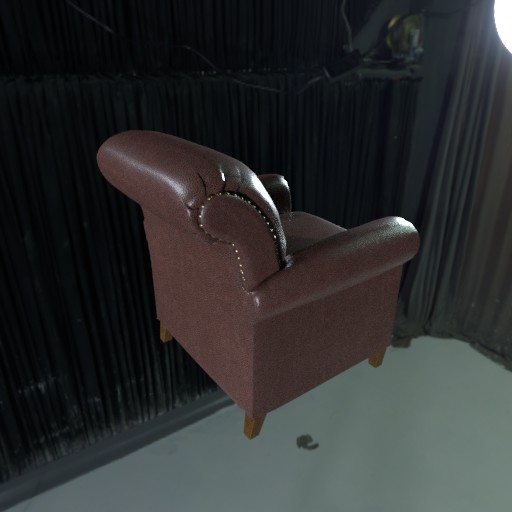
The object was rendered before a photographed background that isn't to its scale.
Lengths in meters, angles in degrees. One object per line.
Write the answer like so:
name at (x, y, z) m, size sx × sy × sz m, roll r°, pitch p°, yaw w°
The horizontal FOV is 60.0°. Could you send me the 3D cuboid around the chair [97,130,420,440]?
chair at (0.000, 0.000, 1.653) m, size 0.890 × 0.927 × 0.854 m, roll -18°, pitch 31°, yaw -32°
